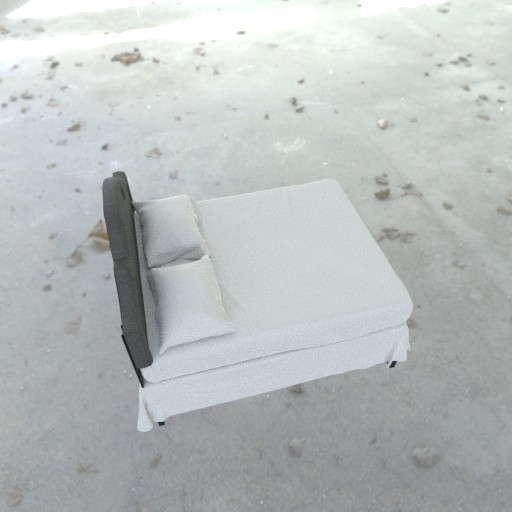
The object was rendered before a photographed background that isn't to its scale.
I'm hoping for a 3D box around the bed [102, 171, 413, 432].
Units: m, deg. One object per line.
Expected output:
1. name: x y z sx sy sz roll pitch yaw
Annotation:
1. bed: 0.000 0.000 3.489 2.222 1.634 1.780 -11 48 -10
